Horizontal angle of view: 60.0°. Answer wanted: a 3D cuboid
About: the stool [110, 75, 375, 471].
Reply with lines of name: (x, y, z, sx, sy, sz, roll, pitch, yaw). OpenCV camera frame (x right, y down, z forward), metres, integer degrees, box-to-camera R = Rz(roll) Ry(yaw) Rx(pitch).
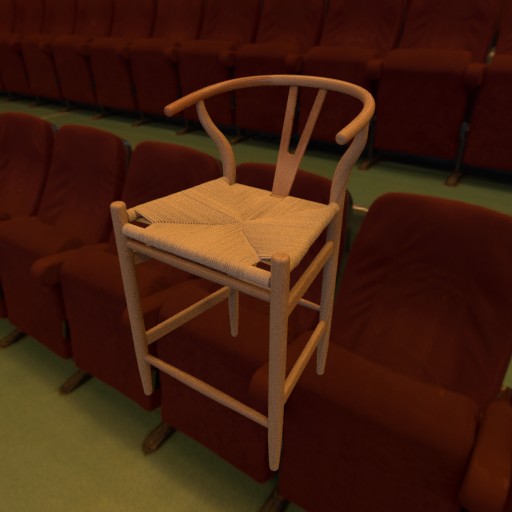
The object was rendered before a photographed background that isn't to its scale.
stool: (0.000, 0.000, 1.294, 0.536, 0.923, 0.575, 18, 34, 29)
